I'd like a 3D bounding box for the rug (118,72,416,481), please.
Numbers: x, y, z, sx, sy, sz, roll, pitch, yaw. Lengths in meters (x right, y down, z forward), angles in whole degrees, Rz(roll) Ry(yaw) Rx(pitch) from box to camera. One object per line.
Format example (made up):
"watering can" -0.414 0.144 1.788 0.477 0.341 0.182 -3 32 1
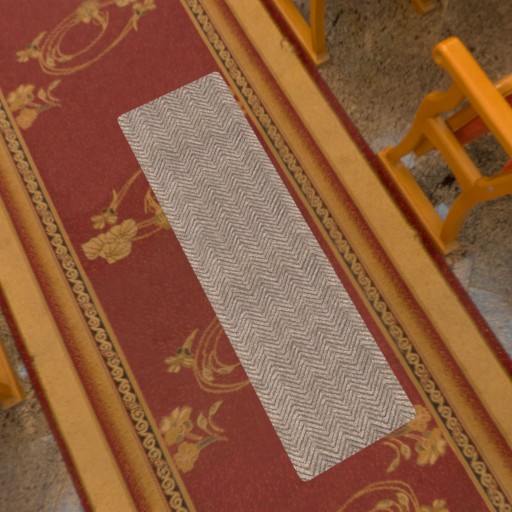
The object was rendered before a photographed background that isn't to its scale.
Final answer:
"rug" 0.000 0.000 2.476 0.686 0.008 2.286 -27 79 -6
